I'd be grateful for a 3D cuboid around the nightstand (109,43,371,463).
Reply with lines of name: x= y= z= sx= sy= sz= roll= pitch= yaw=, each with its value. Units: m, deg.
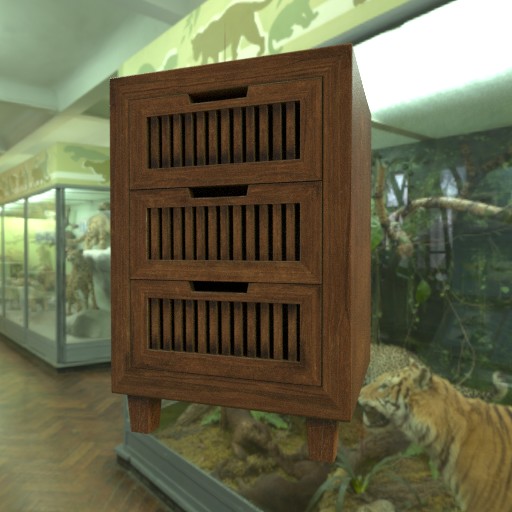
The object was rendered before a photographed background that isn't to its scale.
nightstand: x=0.000 y=0.000 z=0.984 sx=0.465 sy=0.695 sz=0.410 roll=0 pitch=1 yaw=19
